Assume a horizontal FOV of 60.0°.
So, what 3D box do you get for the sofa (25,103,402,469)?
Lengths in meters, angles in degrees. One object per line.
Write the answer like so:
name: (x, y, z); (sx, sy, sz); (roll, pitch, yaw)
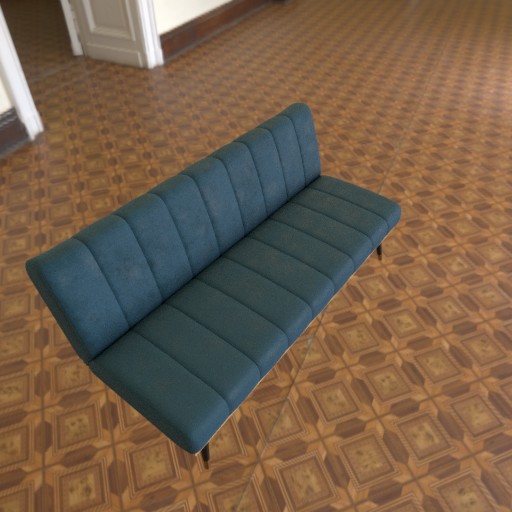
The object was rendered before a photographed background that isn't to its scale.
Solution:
sofa: (0.000, 0.000, 2.258); (0.830, 0.825, 1.810); (28, 49, 27)
